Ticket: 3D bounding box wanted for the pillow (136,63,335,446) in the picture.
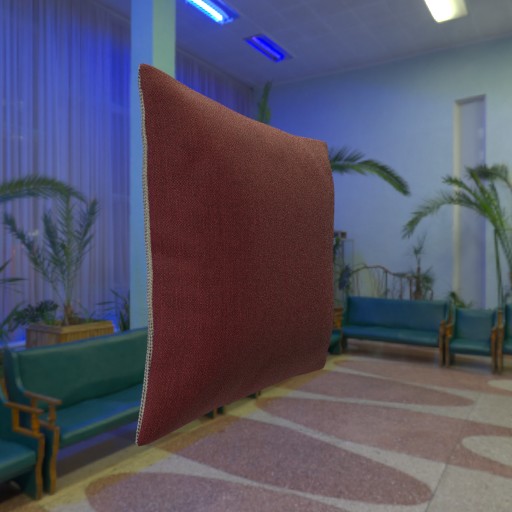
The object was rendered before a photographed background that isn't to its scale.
[{"bbox_3d":[0.000,0.000,0.776,0.166,0.497,0.513,0,0,37],"label":"pillow"}]
